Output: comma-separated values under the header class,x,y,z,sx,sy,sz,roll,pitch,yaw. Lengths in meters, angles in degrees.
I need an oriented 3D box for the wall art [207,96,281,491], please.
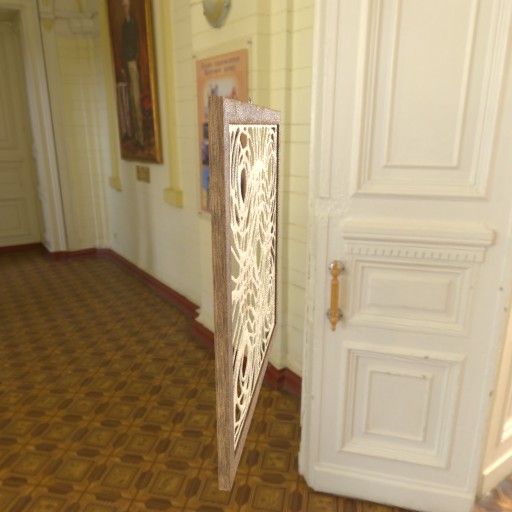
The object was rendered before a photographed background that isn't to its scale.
class,x,y,z,sx,sy,sz,roll,pitch,yaw
wall art,0.000,0.000,0.852,0.021,0.576,0.561,3,17,10
